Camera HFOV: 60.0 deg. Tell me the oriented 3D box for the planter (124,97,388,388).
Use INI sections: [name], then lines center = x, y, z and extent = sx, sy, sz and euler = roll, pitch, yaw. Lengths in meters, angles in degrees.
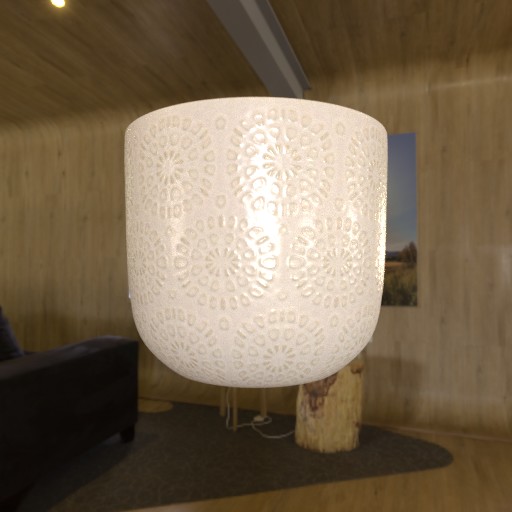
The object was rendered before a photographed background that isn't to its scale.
[planter]
center = 0.000, 0.000, 0.298
extent = 0.170, 0.152, 0.170
euler = 0, -1, 0
